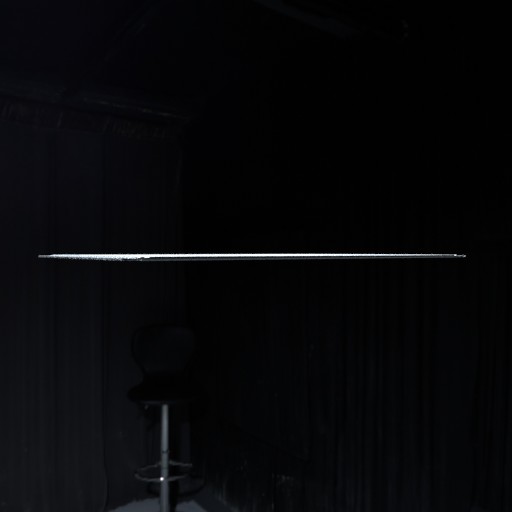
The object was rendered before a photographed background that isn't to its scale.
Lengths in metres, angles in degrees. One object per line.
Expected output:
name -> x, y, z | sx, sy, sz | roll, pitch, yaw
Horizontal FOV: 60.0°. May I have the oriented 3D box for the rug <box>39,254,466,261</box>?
rug -> 0.000, 0.000, 2.293 | 1.872, 0.013, 1.243 | 0, 1, -36
